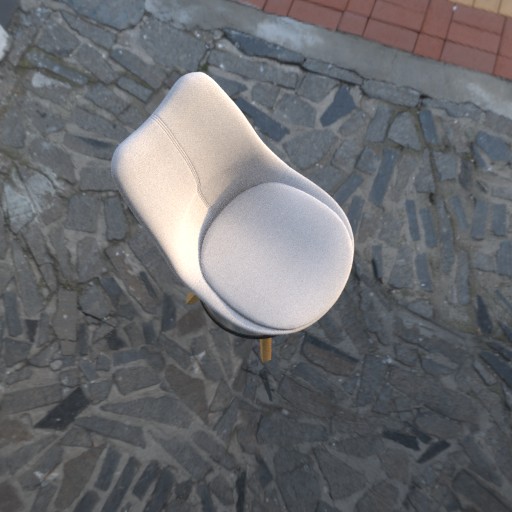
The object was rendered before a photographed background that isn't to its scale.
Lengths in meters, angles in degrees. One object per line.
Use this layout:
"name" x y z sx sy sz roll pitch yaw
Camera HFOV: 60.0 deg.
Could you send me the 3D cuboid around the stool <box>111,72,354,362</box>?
"stool" 0.000 0.000 1.401 0.550 1.115 0.484 36 79 8
